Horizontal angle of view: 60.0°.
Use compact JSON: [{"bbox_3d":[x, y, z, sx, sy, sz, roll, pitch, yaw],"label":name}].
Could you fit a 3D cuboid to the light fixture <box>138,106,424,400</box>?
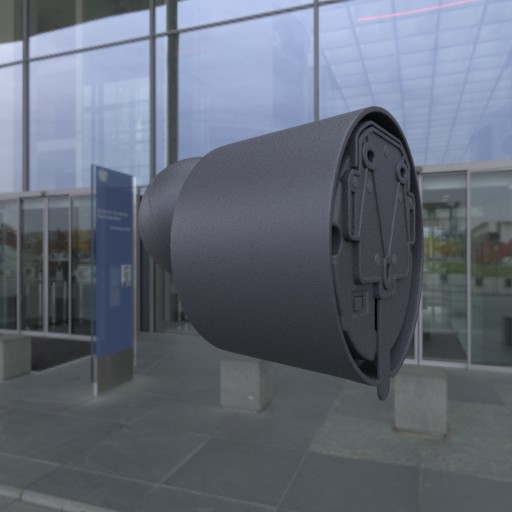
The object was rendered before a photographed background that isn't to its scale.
[{"bbox_3d":[0.000,0.000,0.264,0.160,0.143,0.134,0,0,35],"label":"light fixture"}]
